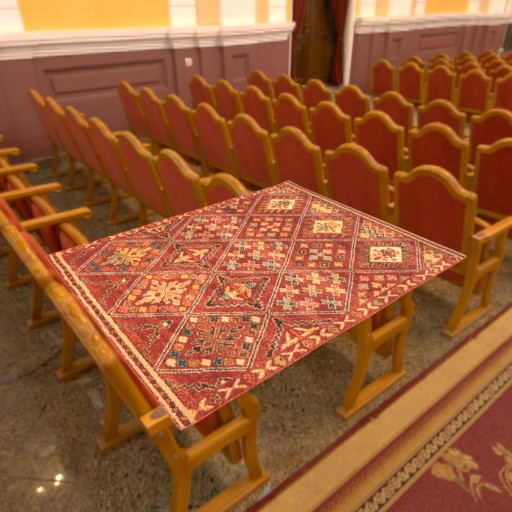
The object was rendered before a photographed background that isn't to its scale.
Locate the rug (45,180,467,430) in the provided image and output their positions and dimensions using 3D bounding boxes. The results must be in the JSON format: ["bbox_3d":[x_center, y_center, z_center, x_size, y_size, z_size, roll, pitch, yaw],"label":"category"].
[{"bbox_3d":[0.000,0.000,4.139,3.086,0.030,2.489,-22,37,-33],"label":"rug"}]
